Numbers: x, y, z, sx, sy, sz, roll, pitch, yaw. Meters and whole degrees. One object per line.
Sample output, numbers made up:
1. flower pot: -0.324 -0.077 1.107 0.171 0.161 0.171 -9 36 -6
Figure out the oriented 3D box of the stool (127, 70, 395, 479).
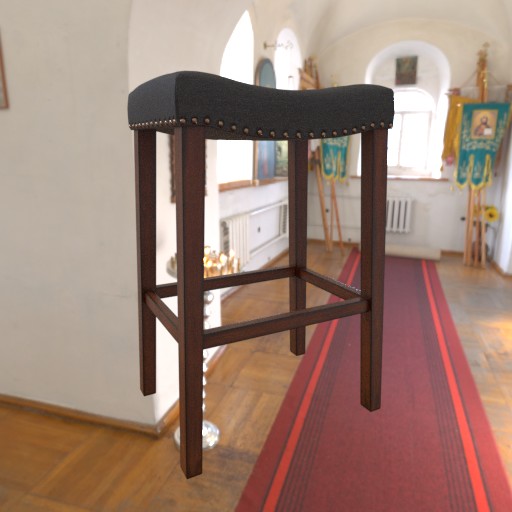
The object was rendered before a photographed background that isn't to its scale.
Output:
1. stool: 0.000 0.000 1.039 0.502 0.760 0.366 -8 17 -27
